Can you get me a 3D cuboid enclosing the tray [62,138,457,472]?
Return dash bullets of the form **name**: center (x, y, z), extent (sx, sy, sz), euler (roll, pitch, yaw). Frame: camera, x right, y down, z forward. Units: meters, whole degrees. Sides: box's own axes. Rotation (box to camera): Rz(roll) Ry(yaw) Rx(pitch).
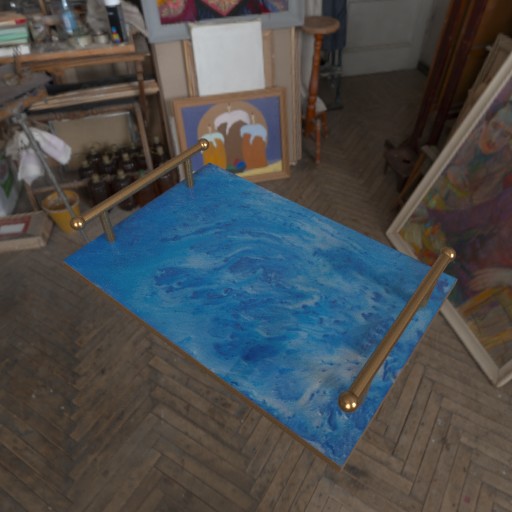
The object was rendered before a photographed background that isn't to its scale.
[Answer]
- **tray**: center (0.000, 0.000, 0.581), extent (0.444, 0.084, 0.304), euler (29, 52, 25)
